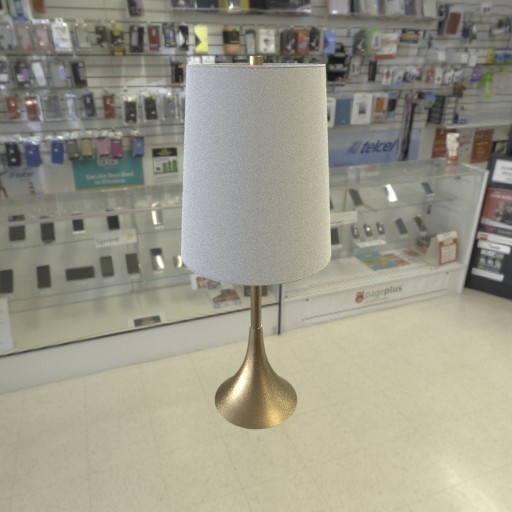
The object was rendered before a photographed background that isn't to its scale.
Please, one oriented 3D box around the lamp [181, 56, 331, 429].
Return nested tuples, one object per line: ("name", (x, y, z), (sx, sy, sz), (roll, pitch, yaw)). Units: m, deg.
("lamp", (0.000, 0.000, 0.693), (0.231, 0.569, 0.231), (0, 24, 0))
